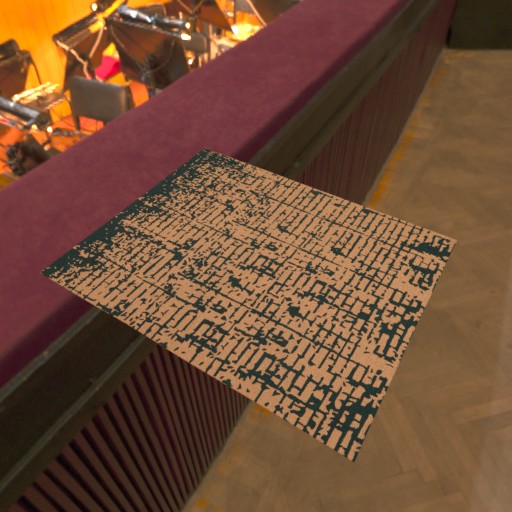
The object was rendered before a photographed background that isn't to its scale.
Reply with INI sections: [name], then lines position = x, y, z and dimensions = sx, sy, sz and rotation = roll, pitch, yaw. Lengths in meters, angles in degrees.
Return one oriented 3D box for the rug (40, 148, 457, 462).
[rug]
position = 0.000, 0.000, 4.085
dimensions = 3.017, 0.014, 2.416
rotation = 24, 50, 22
